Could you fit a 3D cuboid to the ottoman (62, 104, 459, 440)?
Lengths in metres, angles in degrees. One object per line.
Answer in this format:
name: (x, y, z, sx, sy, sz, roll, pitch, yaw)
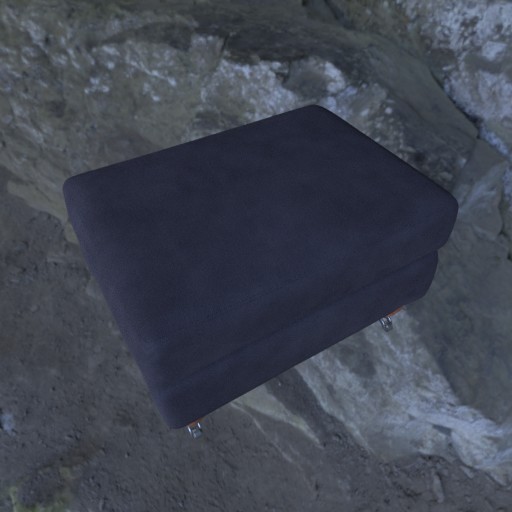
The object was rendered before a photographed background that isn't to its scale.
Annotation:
ottoman: (0.000, 0.000, 1.151, 0.773, 0.497, 0.574, -23, 50, -21)
